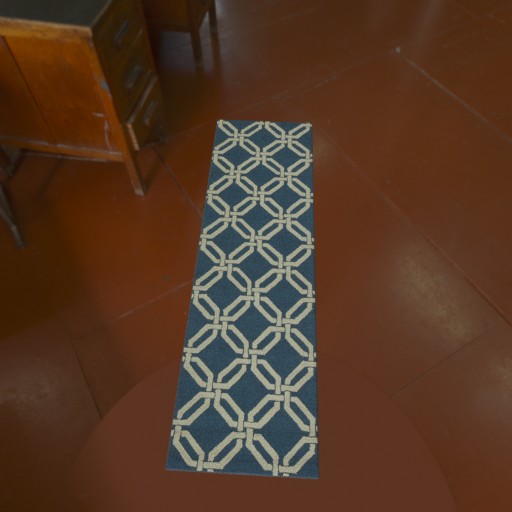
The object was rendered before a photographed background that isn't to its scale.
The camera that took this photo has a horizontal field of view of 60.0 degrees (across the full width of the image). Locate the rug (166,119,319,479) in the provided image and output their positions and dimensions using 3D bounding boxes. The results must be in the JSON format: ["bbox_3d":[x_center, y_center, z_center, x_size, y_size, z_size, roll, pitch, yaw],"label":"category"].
[{"bbox_3d":[0.000,0.000,2.554,0.678,0.014,2.276,3,58,2],"label":"rug"}]
